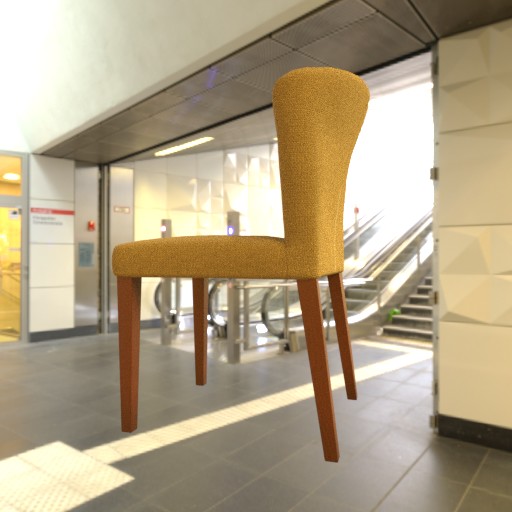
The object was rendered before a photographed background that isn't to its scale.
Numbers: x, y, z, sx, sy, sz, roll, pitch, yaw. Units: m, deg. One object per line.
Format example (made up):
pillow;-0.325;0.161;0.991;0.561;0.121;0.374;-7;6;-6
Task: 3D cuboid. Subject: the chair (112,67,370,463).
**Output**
chair;0.000;0.000;1.182;0.589;0.839;0.491;0;0;18
